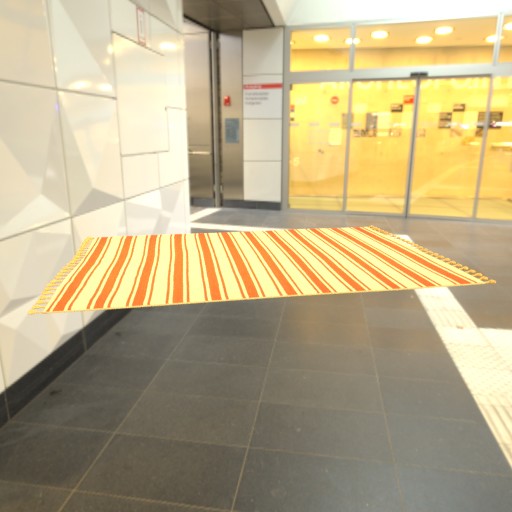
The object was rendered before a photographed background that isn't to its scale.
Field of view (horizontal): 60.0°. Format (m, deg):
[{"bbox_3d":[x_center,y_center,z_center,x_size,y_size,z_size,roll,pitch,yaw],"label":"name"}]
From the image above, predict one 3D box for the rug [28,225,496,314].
[{"bbox_3d":[0.000,0.000,2.962,2.433,0.022,1.556,-3,16,-10],"label":"rug"}]
